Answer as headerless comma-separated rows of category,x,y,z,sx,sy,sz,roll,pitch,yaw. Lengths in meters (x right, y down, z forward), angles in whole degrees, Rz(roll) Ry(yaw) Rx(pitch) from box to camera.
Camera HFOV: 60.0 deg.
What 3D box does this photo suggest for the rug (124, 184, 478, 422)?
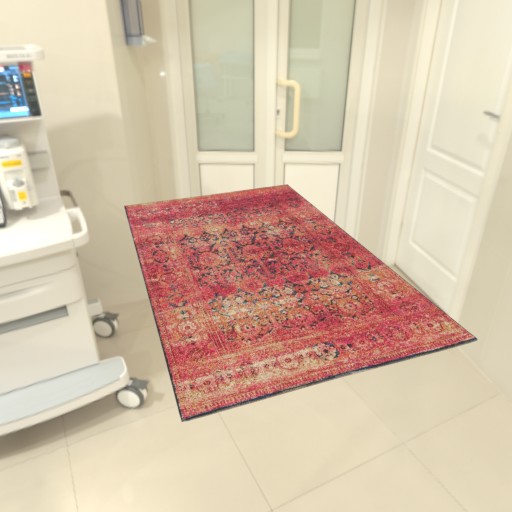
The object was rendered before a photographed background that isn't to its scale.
rug,0.000,0.000,3.052,1.539,0.018,2.449,-10,31,-17
